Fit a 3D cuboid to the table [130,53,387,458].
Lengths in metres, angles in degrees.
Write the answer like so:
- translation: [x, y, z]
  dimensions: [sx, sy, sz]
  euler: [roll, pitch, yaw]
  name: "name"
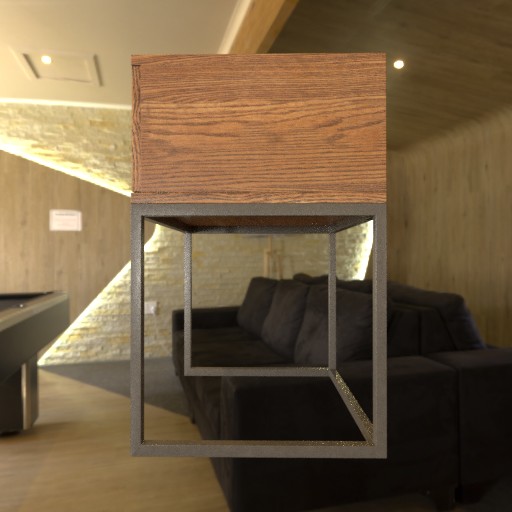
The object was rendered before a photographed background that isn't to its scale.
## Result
- translation: [0.000, 0.000, 0.909]
  dimensions: [0.400, 0.610, 0.482]
  euler: [0, 0, 1]
  name: "table"
